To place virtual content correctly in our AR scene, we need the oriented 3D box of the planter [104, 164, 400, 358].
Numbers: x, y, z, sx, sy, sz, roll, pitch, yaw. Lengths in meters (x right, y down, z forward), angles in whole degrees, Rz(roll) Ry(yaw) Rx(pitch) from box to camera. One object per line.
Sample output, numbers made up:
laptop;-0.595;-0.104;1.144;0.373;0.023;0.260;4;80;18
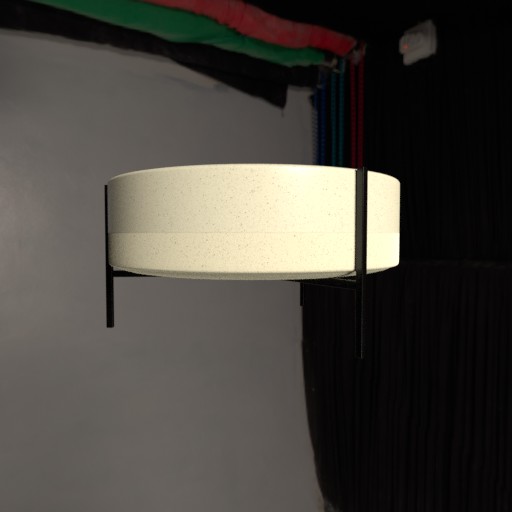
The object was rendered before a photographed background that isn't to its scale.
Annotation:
planter;0.000;0.000;0.535;0.336;0.171;0.345;-2;3;-34
